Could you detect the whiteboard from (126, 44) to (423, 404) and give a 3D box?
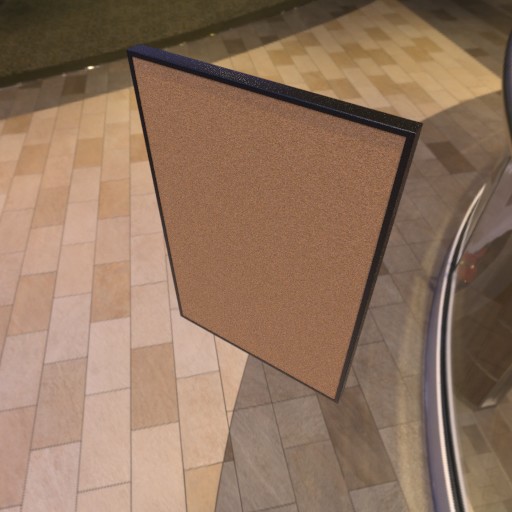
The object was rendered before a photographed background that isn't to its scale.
[{"bbox_3d":[0.000,0.000,0.757,0.406,0.611,0.026,25,51,22],"label":"whiteboard"}]
